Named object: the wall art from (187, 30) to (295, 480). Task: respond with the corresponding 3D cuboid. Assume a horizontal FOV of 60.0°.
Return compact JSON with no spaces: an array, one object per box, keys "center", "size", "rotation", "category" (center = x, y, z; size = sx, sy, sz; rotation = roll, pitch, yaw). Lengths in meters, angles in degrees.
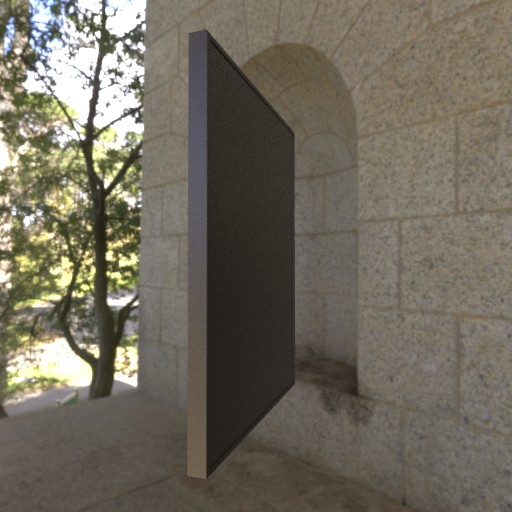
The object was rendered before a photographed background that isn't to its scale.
[{"center":[0.000,0.000,0.760],"size":[0.028,0.551,0.451],"rotation":[0,-1,19],"category":"wall art"}]
